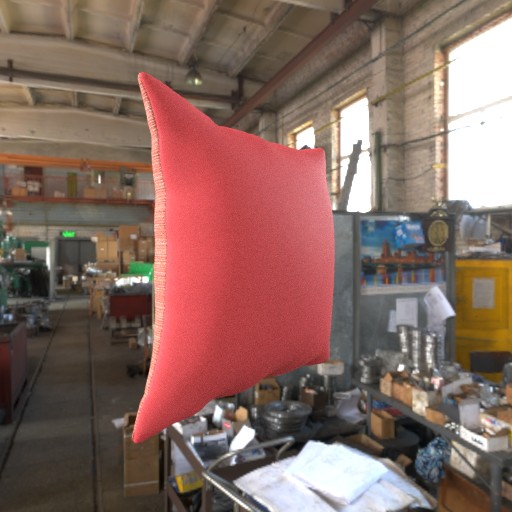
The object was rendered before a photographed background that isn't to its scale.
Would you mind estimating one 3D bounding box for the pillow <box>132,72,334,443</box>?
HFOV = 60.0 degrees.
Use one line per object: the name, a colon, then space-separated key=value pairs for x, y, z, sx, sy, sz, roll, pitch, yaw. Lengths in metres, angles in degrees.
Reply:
pillow: x=0.000 y=0.000 z=0.814 sx=0.229 sy=0.501 sz=0.559 roll=1 pitch=1 yaw=36
